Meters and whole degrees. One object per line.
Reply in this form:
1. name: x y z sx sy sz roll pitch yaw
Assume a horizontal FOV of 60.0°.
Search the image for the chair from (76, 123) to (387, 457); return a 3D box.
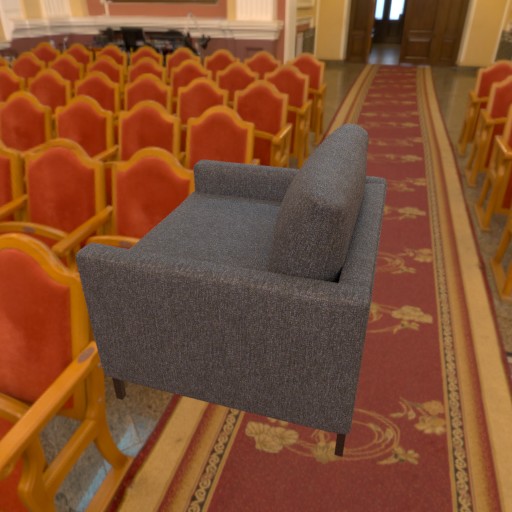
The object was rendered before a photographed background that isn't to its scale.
1. chair: 0.000 0.000 1.663 0.866 0.861 0.963 9 31 15
